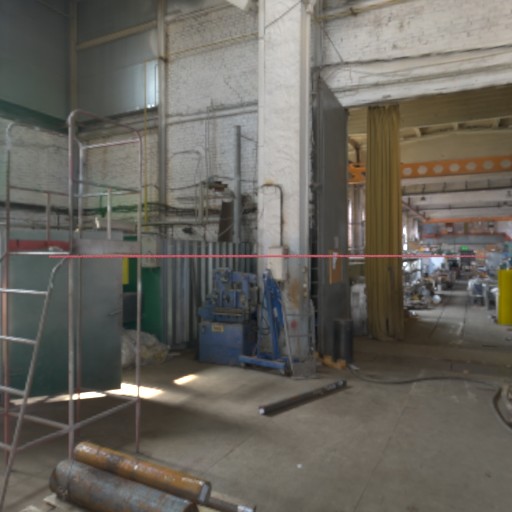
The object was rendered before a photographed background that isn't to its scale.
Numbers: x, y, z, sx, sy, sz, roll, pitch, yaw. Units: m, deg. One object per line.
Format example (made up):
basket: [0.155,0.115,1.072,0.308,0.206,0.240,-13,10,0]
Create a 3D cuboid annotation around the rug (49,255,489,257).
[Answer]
rug: [0.000,0.000,2.285,1.814,0.008,1.209,0,0,-19]
